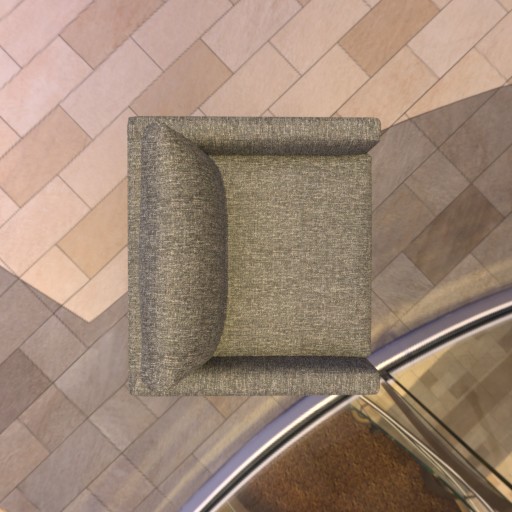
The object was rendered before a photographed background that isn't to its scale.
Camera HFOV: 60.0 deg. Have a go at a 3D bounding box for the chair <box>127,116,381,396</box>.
[{"bbox_3d":[0.000,0.000,1.668,0.866,0.861,0.963,0,91,-1],"label":"chair"}]
